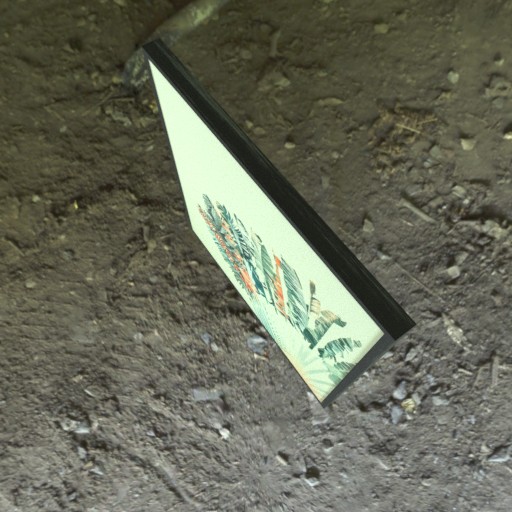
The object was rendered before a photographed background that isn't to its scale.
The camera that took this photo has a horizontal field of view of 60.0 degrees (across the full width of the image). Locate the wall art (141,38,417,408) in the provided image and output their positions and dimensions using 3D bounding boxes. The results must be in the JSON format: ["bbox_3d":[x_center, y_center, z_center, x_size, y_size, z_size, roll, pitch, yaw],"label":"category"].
[{"bbox_3d":[0.000,0.000,1.127,0.043,0.758,0.762,-32,68,-15],"label":"wall art"}]
